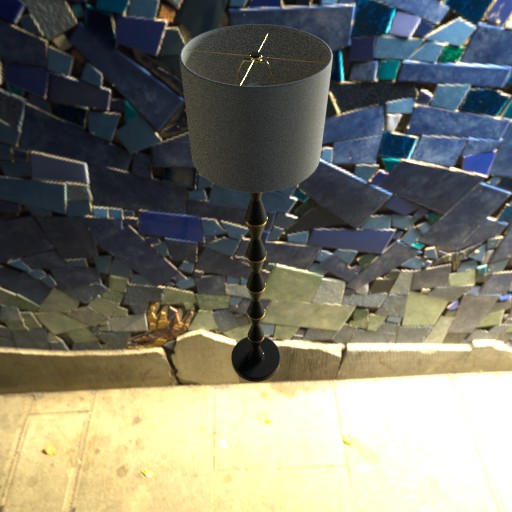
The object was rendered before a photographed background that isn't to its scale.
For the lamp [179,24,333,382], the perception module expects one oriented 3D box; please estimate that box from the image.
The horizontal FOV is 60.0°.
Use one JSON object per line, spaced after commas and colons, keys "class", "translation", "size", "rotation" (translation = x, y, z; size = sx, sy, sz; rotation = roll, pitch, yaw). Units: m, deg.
{"class": "lamp", "translation": [0.000, 0.000, 1.642], "size": [0.381, 1.480, 0.381], "rotation": [9, 47, 9]}
